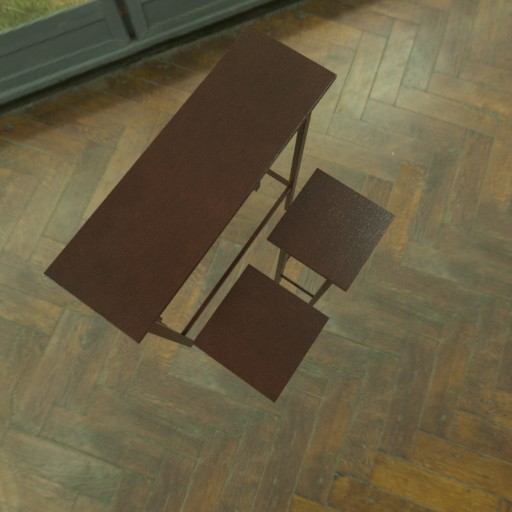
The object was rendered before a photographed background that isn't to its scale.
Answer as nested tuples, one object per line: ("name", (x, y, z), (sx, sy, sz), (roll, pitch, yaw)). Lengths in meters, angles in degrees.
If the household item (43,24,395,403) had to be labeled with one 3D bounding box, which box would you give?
("household item", (0.000, 0.000, 1.680), (0.676, 1.067, 0.914), (34, 78, 8))
